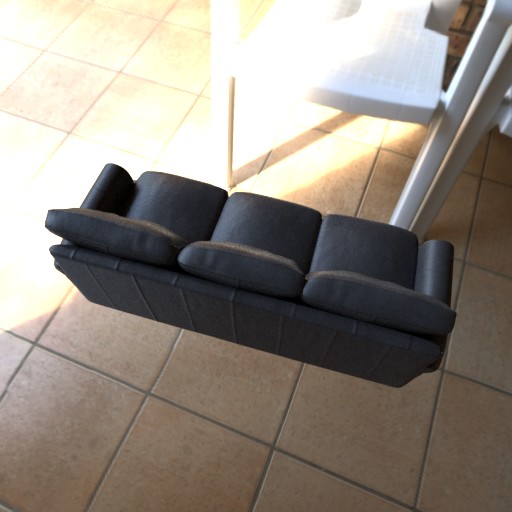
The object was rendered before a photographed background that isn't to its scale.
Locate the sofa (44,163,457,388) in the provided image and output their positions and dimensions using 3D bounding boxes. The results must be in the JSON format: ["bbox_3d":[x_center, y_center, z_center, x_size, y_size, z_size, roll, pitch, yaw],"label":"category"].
[{"bbox_3d":[0.000,0.000,2.829,2.387,0.977,0.974,14,62,8],"label":"sofa"}]
